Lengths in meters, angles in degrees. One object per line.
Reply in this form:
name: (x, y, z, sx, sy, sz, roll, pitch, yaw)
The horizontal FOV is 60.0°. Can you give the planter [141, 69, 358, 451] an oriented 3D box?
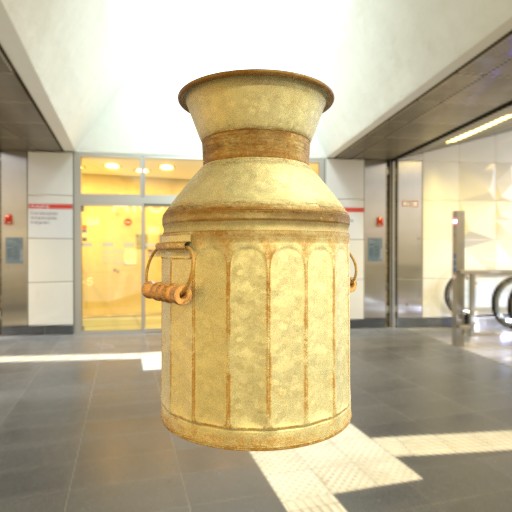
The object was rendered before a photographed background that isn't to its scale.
planter: (0.000, 0.000, 0.509, 0.248, 0.358, 0.215, 0, 1, -36)
